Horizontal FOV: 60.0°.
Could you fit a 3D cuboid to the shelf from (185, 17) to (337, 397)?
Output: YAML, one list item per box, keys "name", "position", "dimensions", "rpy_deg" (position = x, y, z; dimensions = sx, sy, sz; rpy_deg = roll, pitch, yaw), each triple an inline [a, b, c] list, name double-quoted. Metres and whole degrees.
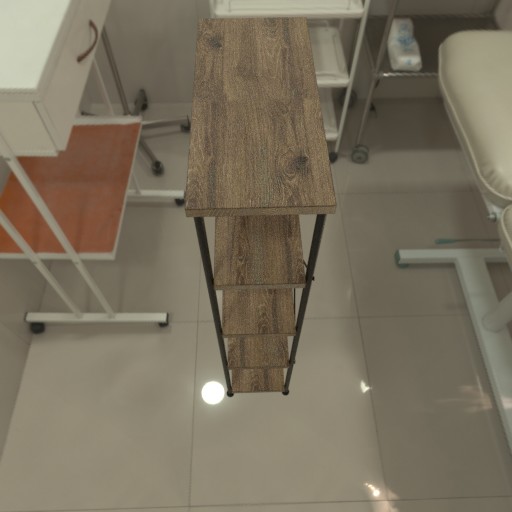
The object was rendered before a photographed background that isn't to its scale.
- name: "shelf"
  position: [0.000, 0.000, 1.978]
  dimensions: [0.360, 1.700, 0.800]
  rpy_deg: [-1, 58, -1]
